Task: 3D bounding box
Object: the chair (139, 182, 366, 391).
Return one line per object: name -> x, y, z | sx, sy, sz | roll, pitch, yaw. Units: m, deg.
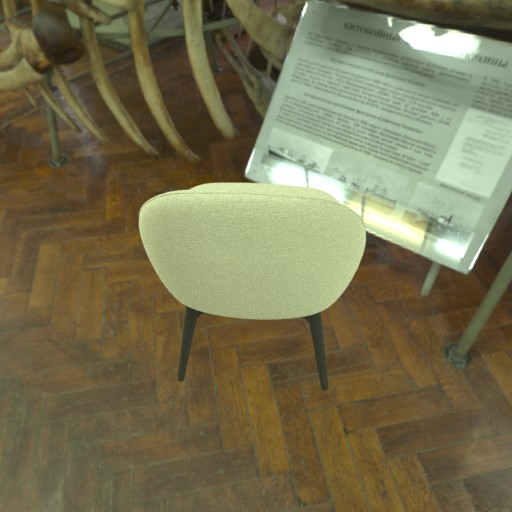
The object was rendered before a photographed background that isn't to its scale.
chair -> 0.000, 0.000, 1.209 | 0.532, 0.838, 0.540 | 3, 47, 3
